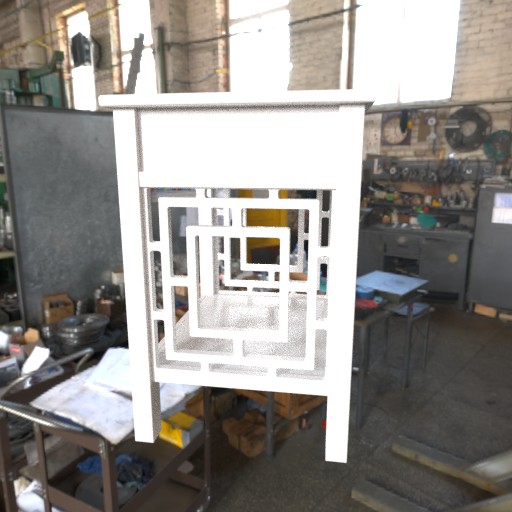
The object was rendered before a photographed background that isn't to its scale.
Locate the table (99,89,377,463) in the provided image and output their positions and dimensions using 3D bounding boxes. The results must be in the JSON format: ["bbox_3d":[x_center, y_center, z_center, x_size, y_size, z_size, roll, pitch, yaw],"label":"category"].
[{"bbox_3d":[0.000,0.000,1.028,0.451,0.646,0.564,2,13,9],"label":"table"}]
